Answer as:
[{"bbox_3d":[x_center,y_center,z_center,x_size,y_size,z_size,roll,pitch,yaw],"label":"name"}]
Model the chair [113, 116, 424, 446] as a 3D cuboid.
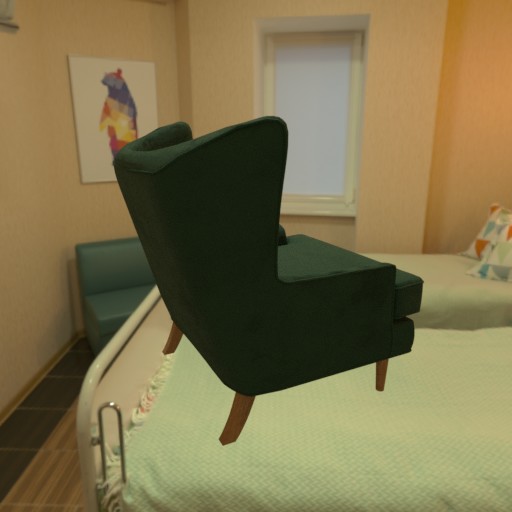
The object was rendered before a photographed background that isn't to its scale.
[{"bbox_3d":[0.000,0.000,1.619,0.910,0.952,0.793,-8,18,-26],"label":"chair"}]
